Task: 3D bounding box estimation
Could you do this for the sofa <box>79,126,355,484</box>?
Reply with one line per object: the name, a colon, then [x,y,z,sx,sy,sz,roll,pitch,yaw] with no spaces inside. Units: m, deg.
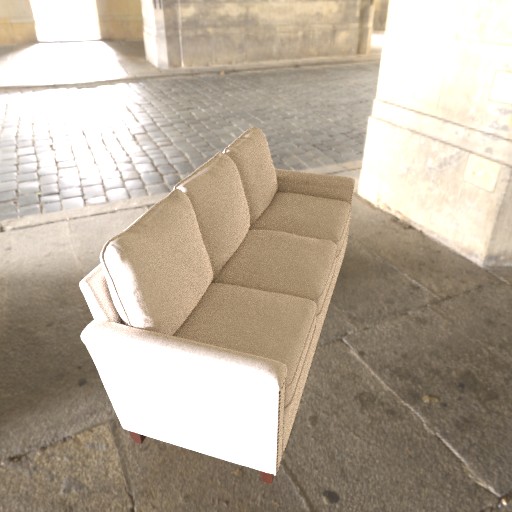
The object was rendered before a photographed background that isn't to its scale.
sofa: [0.000,0.000,2.394,0.828,0.961,1.925,10,32,15]
